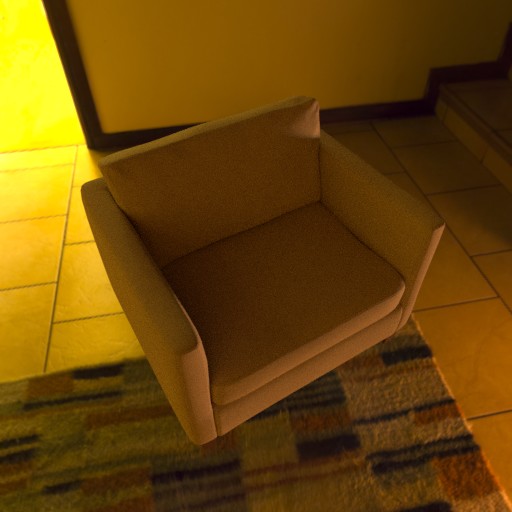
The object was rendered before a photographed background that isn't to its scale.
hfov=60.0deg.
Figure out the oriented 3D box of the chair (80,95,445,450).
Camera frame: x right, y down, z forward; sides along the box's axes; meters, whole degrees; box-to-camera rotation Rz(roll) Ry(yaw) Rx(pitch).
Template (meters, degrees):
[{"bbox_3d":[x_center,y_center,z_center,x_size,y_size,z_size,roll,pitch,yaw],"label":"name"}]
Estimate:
[{"bbox_3d":[0.000,0.000,1.856,1.107,0.961,0.959,-24,51,-21],"label":"chair"}]
